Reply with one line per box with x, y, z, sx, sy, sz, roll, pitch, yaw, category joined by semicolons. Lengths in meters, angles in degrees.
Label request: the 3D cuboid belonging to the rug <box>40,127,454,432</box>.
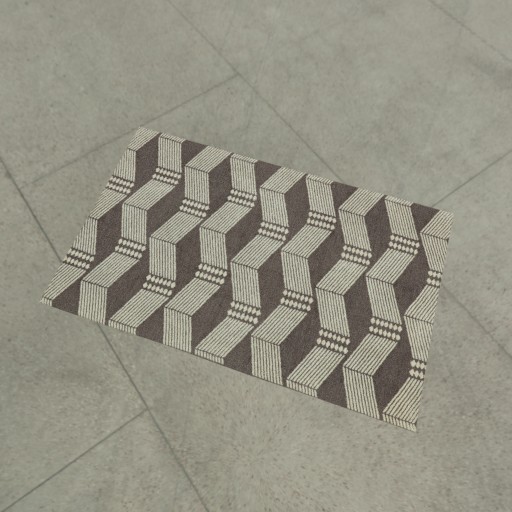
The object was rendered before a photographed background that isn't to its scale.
0.000;0.000;2.992;2.435;0.011;1.517;17;66;8;rug
